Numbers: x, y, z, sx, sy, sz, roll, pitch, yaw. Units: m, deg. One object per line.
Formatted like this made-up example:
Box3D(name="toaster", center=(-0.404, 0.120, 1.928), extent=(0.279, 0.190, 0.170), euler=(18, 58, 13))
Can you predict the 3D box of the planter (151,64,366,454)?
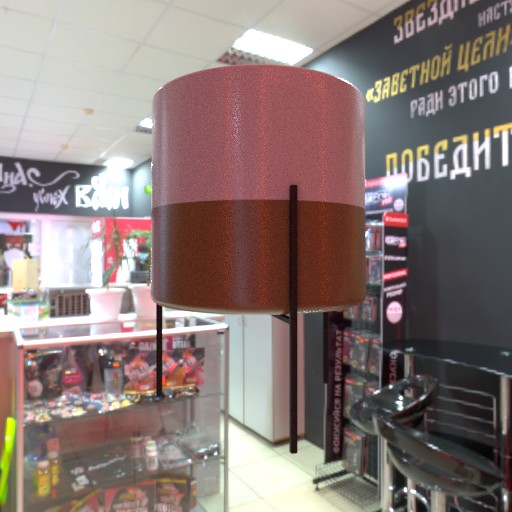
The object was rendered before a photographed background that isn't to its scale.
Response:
Box3D(name="planter", center=(0.000, 0.000, 0.639), extent=(0.310, 0.432, 0.310), euler=(0, 0, 1))
